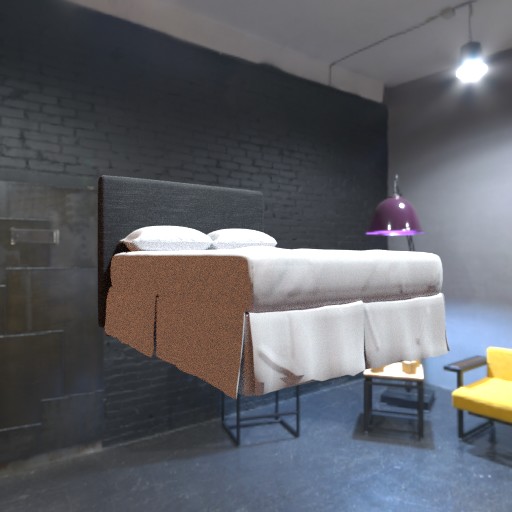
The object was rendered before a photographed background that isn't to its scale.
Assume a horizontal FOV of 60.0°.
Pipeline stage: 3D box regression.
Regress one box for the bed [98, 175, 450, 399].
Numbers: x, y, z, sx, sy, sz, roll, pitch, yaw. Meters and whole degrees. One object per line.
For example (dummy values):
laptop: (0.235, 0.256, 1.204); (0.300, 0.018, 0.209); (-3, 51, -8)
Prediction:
bed: (0.000, 0.000, 3.295); (1.723, 1.330, 2.142); (0, 0, -36)
